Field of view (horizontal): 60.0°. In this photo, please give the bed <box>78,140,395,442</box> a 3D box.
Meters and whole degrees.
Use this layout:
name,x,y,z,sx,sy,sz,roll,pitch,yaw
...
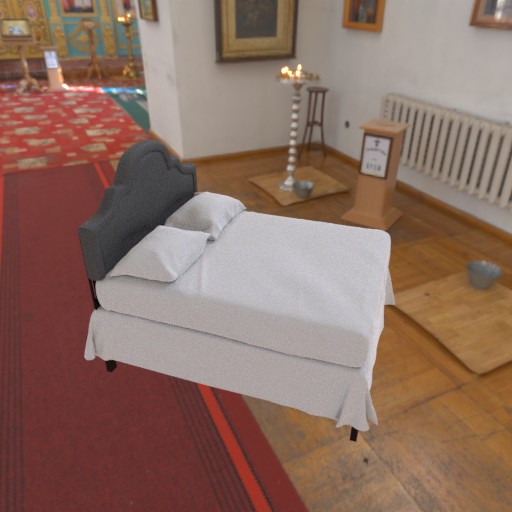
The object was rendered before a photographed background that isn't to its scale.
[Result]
name,x,y,z,sx,sy,sz,roll,pitch,yaw
bed,0.000,0.000,3.509,2.222,1.634,1.780,10,30,17
